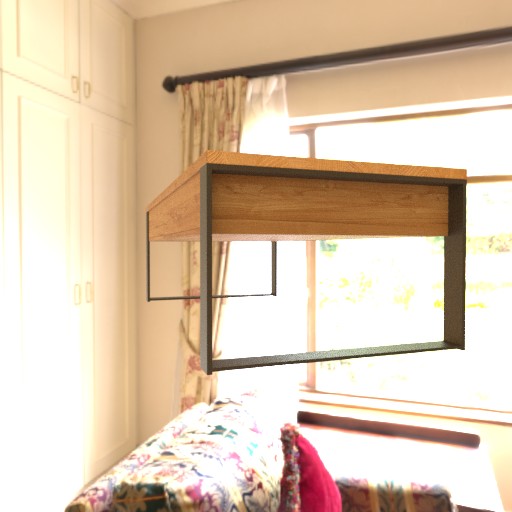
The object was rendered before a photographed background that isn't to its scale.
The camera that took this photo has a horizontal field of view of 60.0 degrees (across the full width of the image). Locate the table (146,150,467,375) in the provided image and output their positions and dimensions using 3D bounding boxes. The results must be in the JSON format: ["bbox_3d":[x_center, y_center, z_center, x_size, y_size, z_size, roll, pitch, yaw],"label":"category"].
[{"bbox_3d":[0.000,0.000,1.439,0.590,0.400,1.180,0,1,-19],"label":"table"}]
